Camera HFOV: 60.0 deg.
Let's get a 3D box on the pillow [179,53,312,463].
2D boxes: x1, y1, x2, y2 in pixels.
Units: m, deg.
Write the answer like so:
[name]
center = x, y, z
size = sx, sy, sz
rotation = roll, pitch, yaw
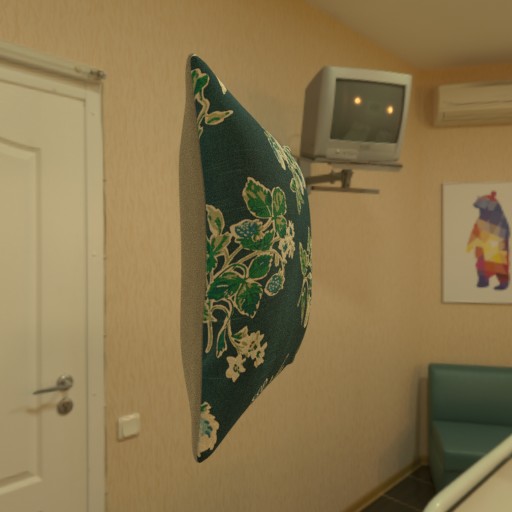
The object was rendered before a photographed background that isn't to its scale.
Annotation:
[pillow]
center = 0.000, 0.000, 0.794
size = 0.166, 0.508, 0.525
rotation = 0, 0, 17
